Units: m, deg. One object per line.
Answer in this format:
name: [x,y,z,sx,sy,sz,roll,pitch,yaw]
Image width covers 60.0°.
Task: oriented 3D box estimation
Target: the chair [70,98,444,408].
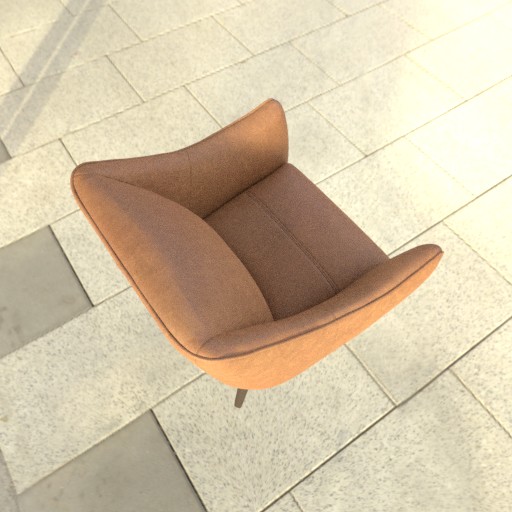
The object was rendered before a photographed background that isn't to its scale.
chair: [0.000,0.000,1.551,0.852,0.830,0.871,-33,65,-18]
